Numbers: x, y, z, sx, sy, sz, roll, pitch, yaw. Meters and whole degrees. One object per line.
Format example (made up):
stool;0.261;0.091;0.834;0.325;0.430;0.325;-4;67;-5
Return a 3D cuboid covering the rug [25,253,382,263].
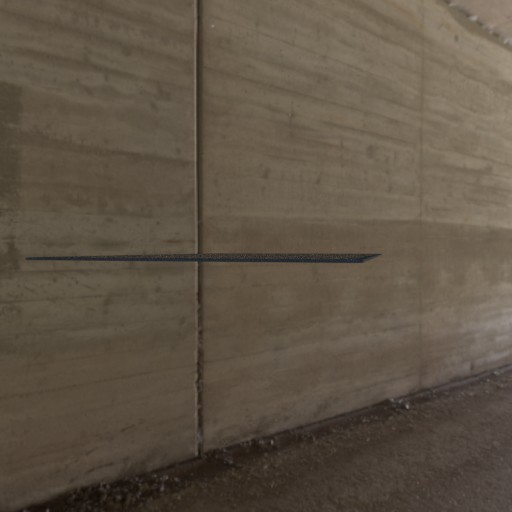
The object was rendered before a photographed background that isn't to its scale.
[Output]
rug;0.000;0.000;2.324;1.219;0.010;1.829;0;1;17
